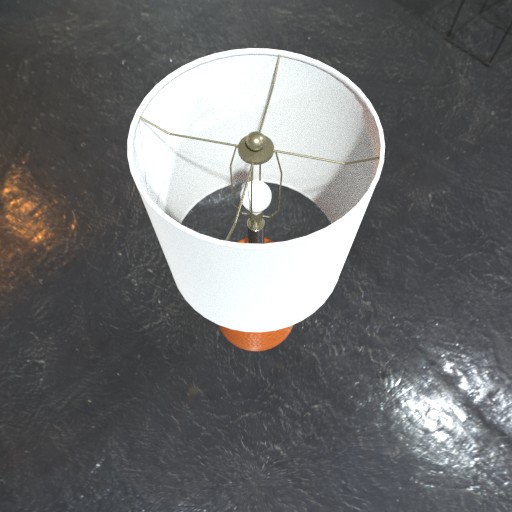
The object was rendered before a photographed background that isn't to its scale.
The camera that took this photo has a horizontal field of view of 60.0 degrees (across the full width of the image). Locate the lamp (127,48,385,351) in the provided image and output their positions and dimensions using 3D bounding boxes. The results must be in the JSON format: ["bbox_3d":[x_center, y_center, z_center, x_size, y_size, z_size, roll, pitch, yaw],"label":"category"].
[{"bbox_3d":[0.000,0.000,1.111,0.418,0.871,0.418,-36,68,-17],"label":"lamp"}]
